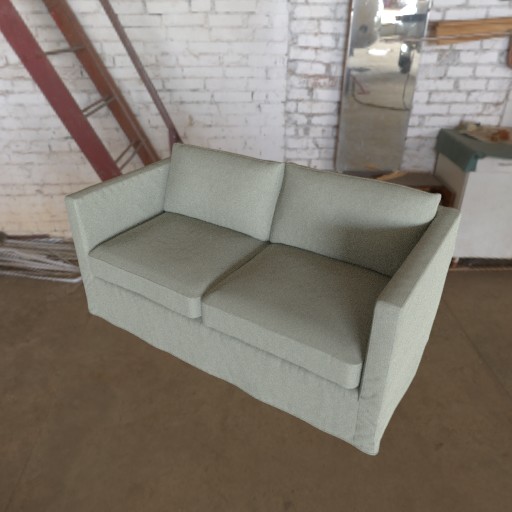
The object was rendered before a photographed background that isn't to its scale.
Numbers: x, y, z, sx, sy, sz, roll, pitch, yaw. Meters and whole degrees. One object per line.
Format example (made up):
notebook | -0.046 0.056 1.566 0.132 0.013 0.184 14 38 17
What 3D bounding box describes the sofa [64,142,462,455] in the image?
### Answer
sofa | 0.000 0.000 2.264 1.727 0.830 0.944 18 35 28
